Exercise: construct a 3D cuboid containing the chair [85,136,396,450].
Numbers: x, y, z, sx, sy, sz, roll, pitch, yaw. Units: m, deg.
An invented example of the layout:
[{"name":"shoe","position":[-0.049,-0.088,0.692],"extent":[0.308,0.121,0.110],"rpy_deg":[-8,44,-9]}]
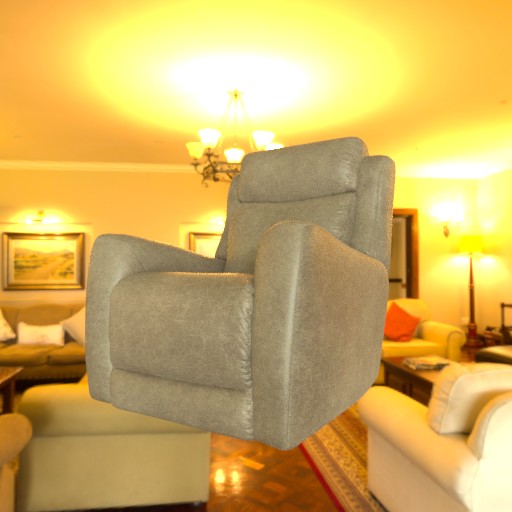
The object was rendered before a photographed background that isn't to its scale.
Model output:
[{"name":"chair","position":[0.000,0.000,1.872],"extent":[0.967,1.116,1.068],"rpy_deg":[-1,-1,34]}]
